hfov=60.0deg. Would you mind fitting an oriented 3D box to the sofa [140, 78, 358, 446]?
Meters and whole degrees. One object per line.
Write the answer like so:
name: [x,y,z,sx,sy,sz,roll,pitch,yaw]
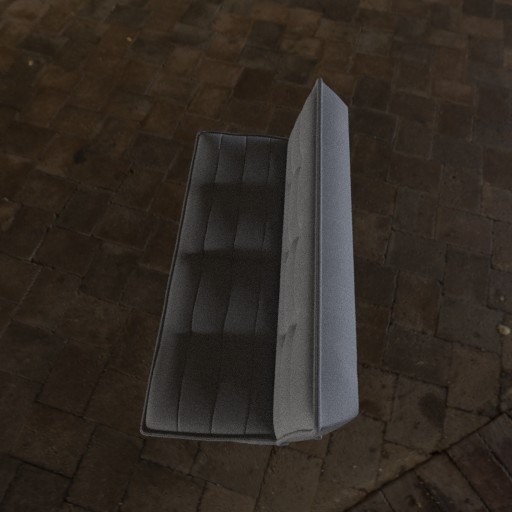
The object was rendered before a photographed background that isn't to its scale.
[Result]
sofa: [0.000,0.000,2.474,0.950,0.890,1.940,4,61,2]
